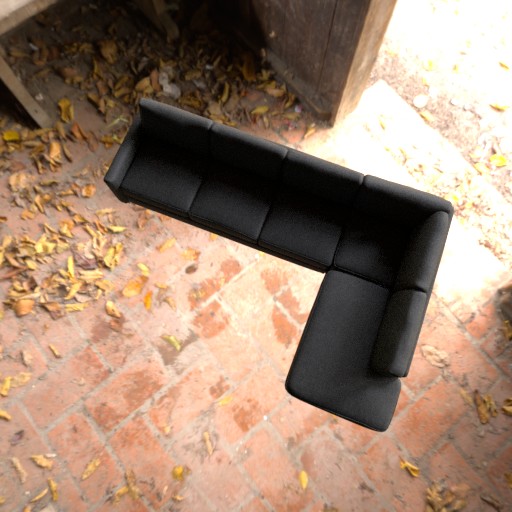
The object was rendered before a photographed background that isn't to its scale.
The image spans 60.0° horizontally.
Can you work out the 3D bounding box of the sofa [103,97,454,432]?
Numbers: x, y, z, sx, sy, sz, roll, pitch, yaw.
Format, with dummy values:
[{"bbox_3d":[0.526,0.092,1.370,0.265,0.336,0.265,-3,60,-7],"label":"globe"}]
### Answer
[{"bbox_3d":[0.000,0.000,3.858,2.972,0.858,1.984,21,76,5],"label":"sofa"}]
